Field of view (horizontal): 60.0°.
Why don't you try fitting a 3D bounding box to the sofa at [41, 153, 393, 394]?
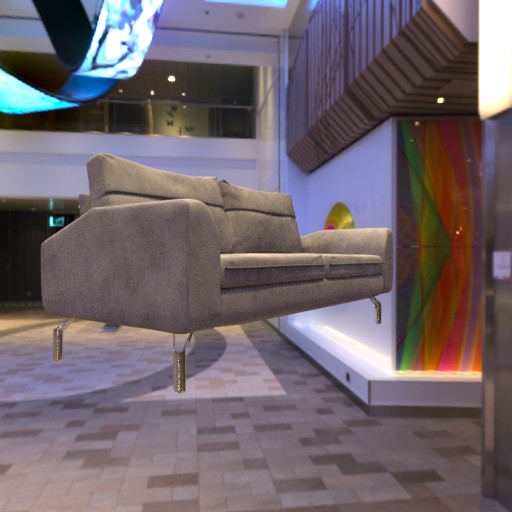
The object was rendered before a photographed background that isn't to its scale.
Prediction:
[{"bbox_3d":[0.000,0.000,2.294,0.849,0.859,1.837,0,0,36],"label":"sofa"}]
